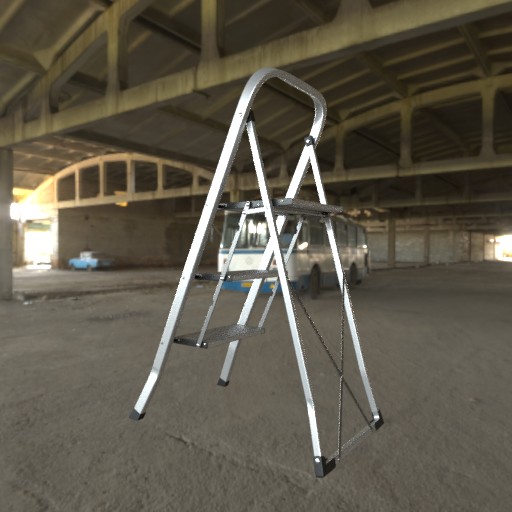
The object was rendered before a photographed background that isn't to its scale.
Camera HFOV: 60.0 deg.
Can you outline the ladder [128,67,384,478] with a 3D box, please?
[{"bbox_3d":[0.000,0.000,1.433,0.704,1.070,0.465,1,1,36],"label":"ladder"}]
